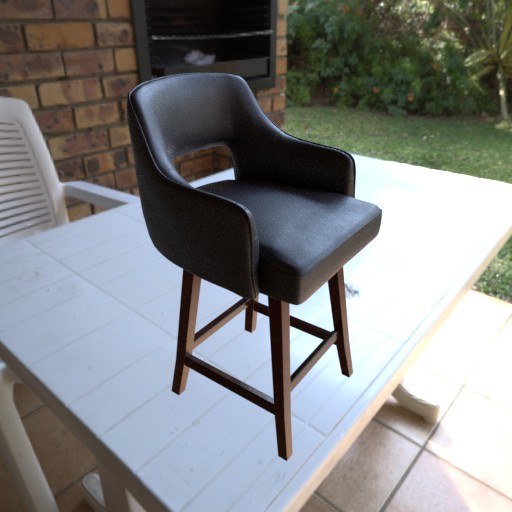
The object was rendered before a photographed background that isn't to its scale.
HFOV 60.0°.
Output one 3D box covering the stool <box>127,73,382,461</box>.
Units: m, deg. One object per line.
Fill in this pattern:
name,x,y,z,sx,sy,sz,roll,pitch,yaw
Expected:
stool,0.000,0.000,1.272,0.560,0.936,0.550,19,34,31
